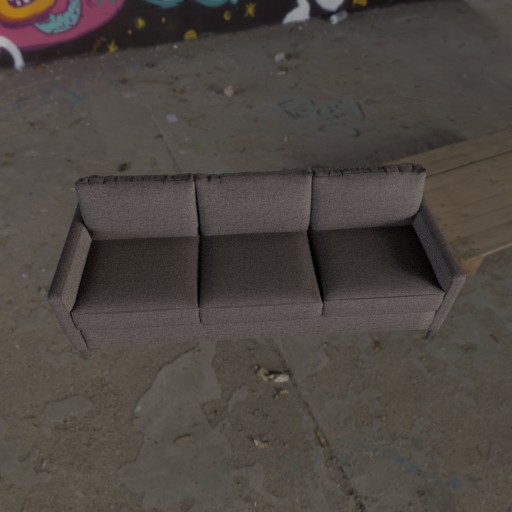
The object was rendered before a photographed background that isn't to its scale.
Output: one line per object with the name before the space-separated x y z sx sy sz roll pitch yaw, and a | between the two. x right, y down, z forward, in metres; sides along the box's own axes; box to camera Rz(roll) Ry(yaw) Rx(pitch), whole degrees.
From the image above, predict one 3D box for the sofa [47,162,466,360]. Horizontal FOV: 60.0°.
sofa | 0.000 0.000 2.738 2.253 0.882 0.876 -3 46 -3
